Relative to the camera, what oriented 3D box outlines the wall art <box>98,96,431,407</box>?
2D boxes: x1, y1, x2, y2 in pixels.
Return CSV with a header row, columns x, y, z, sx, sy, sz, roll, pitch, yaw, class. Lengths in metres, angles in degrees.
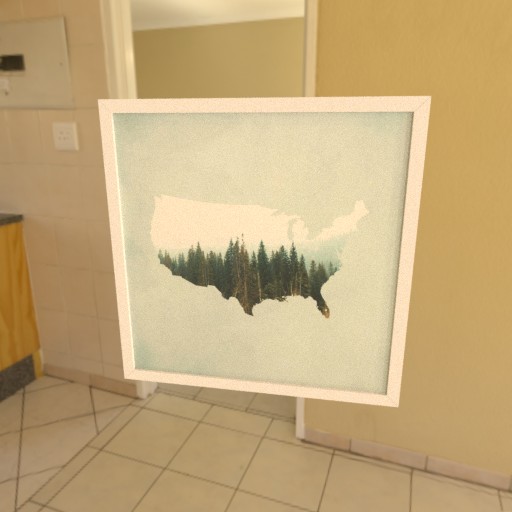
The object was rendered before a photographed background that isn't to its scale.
x,y,z,sx,sy,sz,roll,pitch,yaw,class
0.000,0.000,0.454,0.304,0.304,0.024,3,17,10,wall art
